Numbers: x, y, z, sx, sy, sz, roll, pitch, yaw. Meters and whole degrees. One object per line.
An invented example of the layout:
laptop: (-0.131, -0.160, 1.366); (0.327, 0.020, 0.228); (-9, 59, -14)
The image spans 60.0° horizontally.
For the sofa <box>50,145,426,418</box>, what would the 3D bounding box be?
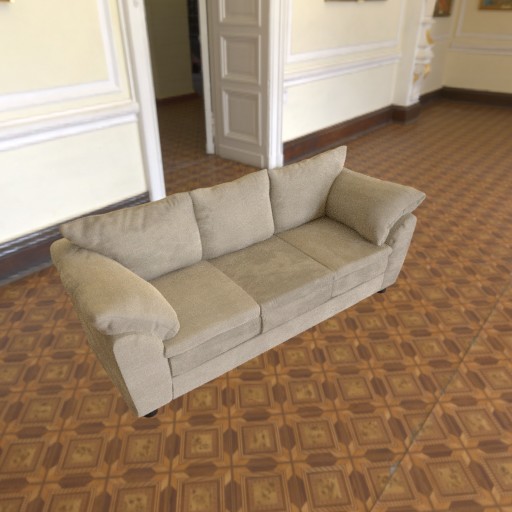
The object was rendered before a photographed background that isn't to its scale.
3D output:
sofa: (0.000, 0.000, 2.912); (2.377, 0.981, 0.893); (-21, 36, -32)
